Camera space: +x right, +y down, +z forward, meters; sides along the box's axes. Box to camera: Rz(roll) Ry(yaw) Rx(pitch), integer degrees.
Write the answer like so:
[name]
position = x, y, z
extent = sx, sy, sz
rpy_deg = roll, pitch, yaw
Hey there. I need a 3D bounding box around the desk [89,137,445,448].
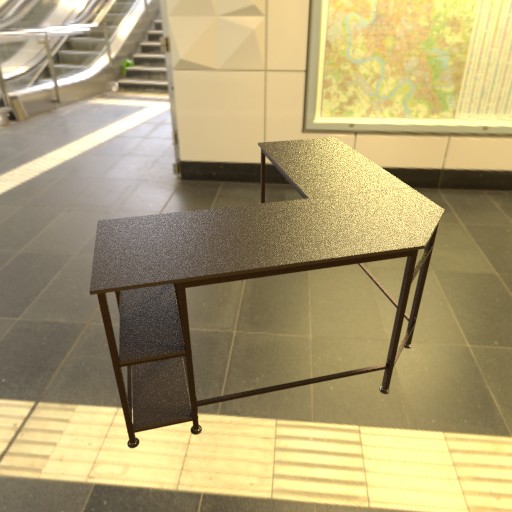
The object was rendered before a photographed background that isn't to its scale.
[desk]
position = 0.000, 0.000, 2.231
extent = 1.379, 0.739, 1.379
rpy_deg = -7, 31, -12
